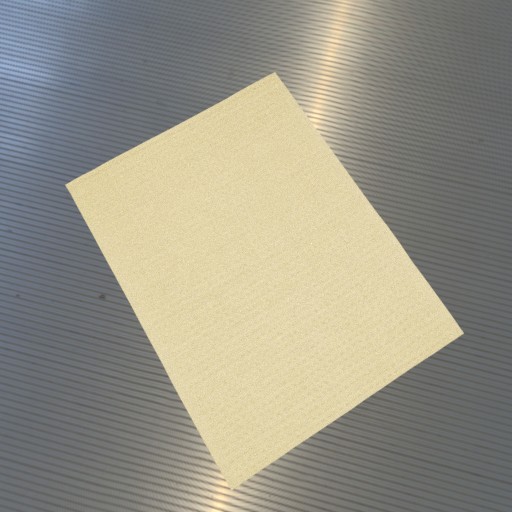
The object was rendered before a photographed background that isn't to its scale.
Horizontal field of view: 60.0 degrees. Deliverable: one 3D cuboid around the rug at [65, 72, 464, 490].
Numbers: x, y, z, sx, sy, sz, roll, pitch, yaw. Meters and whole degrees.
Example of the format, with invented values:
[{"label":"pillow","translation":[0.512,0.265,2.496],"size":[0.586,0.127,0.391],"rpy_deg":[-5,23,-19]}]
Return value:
[{"label":"rug","translation":[0.000,0.000,4.168],"size":[2.452,0.016,3.204],"rpy_deg":[-31,78,-8]}]
